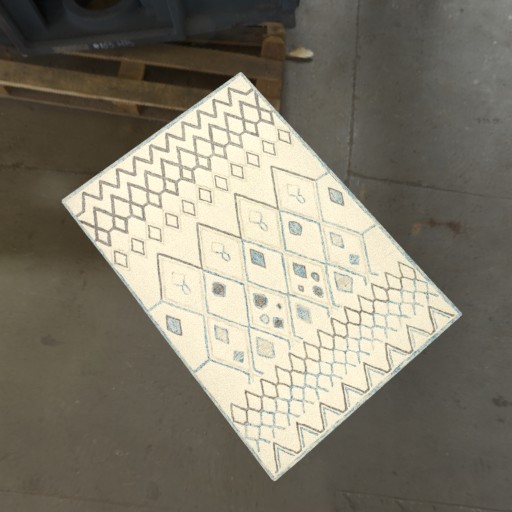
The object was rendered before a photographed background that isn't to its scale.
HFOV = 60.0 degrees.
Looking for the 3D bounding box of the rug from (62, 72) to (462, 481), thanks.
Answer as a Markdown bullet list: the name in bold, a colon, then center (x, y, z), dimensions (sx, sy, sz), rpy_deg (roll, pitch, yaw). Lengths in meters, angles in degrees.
- **rug**: center (0.000, 0.000, 2.348), dimensions (1.260, 0.009, 1.820), rpy_deg (-38, 80, -8)
